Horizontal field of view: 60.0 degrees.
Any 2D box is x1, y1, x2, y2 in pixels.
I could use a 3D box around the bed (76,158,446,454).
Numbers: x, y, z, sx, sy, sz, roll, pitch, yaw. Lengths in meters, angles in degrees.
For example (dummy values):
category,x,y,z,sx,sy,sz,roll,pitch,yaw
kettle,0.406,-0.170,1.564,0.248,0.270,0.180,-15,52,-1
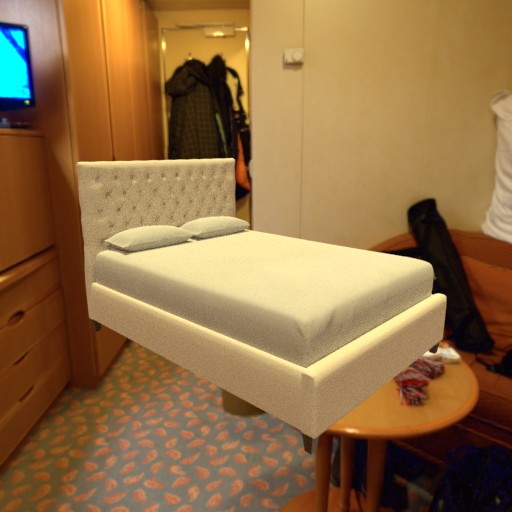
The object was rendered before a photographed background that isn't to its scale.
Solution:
category,x,y,z,sx,sy,sz,roll,pitch,yaw
bed,0.000,0.000,3.462,2.387,1.427,1.698,13,19,42
